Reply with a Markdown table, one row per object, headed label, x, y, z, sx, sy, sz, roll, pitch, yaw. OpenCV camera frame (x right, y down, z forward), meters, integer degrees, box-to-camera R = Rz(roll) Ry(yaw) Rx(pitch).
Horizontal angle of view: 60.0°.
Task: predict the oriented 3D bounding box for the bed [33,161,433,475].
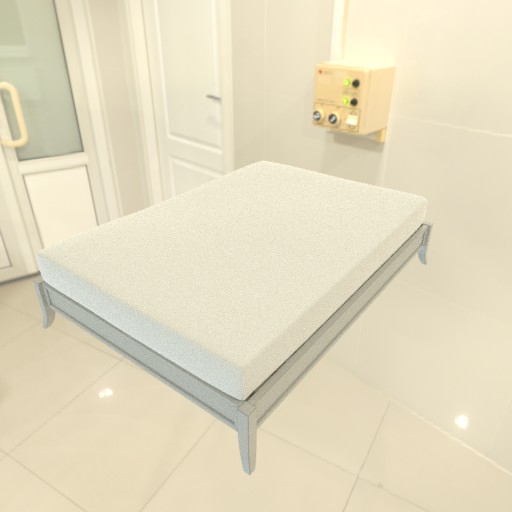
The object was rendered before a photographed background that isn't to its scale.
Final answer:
| label | x | y | z | sx | sy | sz | roll | pitch | yaw |
| --- | --- | --- | --- | --- | --- | --- | --- | --- | --- |
| bed | 0.000 | 0.000 | 2.626 | 1.460 | 0.510 | 1.985 | 21 | 36 | 32 |
